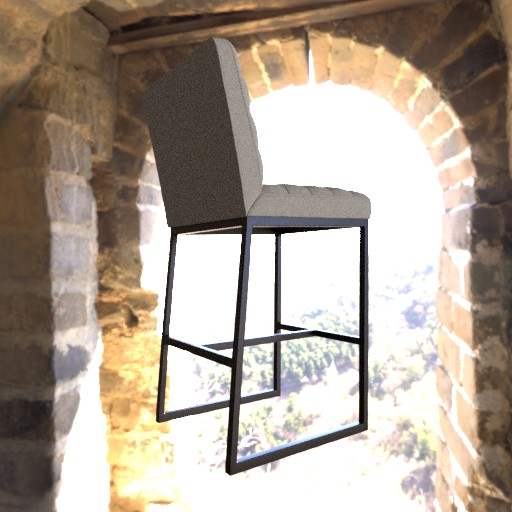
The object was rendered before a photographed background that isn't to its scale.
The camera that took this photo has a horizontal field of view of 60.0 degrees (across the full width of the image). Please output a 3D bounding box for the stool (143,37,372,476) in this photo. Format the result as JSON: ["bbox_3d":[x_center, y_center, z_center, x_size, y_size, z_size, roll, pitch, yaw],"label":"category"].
[{"bbox_3d":[0.000,0.000,1.357,0.560,1.040,0.460,1,-1,-36],"label":"stool"}]
